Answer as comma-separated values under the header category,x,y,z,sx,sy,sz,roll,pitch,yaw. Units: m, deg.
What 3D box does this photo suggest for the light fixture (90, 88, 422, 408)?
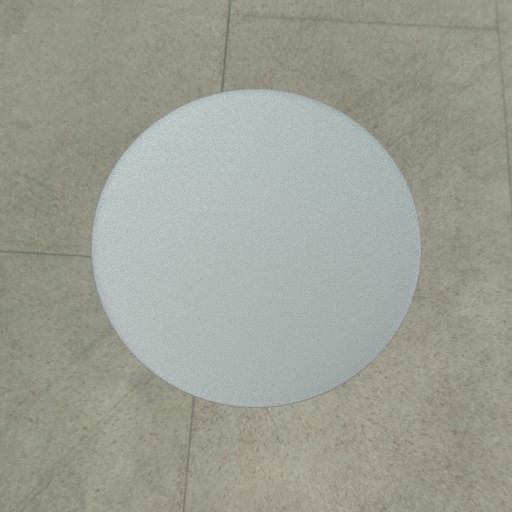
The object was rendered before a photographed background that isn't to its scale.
category,x,y,z,sx,sy,sz,roll,pitch,yaw
light fixture,0.000,0.000,0.635,0.393,0.229,0.393,0,76,0
